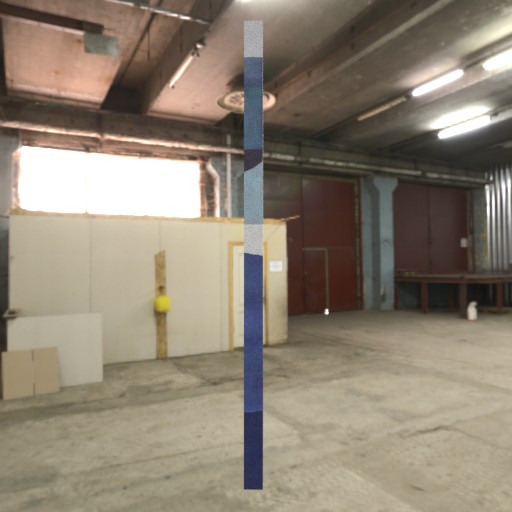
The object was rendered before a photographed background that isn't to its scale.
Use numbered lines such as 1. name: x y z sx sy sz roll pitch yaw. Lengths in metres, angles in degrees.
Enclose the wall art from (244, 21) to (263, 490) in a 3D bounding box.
1. wall art: 0.000 0.000 1.165 0.039 0.911 0.607 0 -1 1
